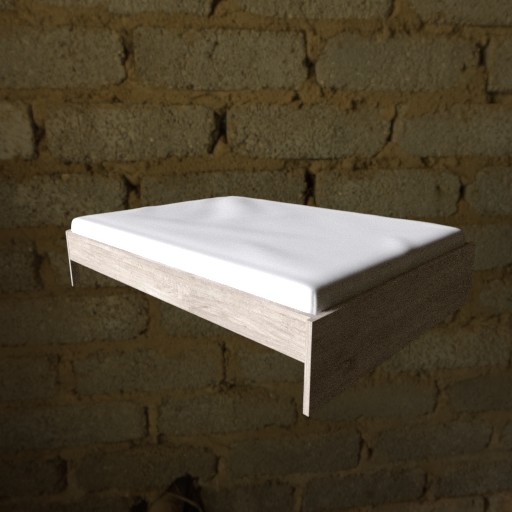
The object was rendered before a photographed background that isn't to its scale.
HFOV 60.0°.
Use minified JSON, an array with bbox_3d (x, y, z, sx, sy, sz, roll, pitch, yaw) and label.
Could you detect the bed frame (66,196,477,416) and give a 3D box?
[{"bbox_3d":[0.000,0.000,2.620,1.950,0.462,1.490,15,21,42],"label":"bed frame"}]
